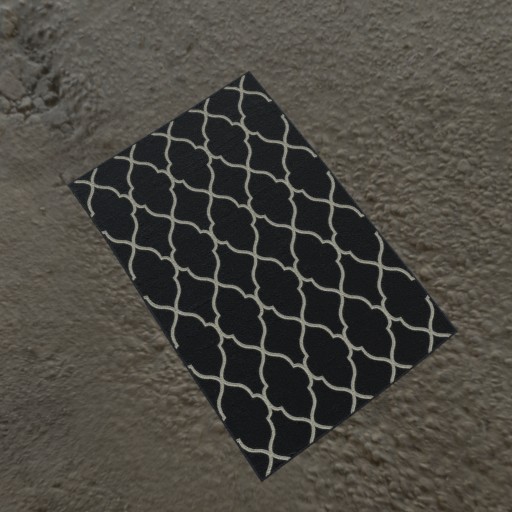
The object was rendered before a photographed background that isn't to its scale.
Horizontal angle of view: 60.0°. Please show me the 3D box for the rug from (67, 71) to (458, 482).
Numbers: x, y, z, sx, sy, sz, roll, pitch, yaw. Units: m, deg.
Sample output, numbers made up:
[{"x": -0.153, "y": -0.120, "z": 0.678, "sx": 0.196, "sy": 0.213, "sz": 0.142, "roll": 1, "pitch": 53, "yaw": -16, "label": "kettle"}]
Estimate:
[{"x": 0.000, "y": 0.000, "z": 2.899, "sx": 1.526, "sy": 0.014, "sz": 2.290, "roll": -35, "pitch": 80, "yaw": -7, "label": "rug"}]
